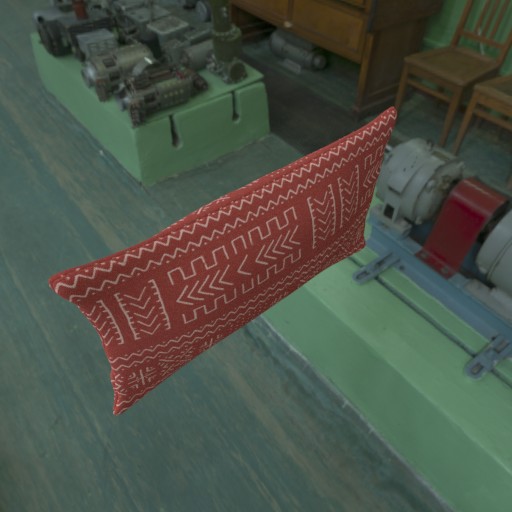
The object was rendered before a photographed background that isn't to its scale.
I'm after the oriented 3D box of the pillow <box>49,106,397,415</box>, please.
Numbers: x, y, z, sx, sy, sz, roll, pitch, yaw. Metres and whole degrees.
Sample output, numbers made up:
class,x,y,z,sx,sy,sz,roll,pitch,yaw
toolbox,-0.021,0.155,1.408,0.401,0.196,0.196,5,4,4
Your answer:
class,x,y,z,sx,sy,sz,roll,pitch,yaw
pillow,0.000,0.000,0.773,0.640,0.352,0.130,-31,54,-26
